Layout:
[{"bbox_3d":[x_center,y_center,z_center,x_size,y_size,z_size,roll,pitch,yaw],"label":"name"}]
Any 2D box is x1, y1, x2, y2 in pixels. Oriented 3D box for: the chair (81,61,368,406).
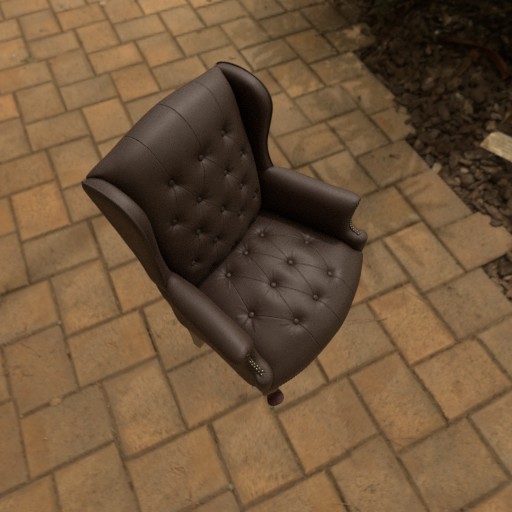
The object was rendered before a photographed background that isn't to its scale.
[{"bbox_3d":[0.000,0.000,1.737,0.819,1.132,0.829,31,64,17],"label":"chair"}]
